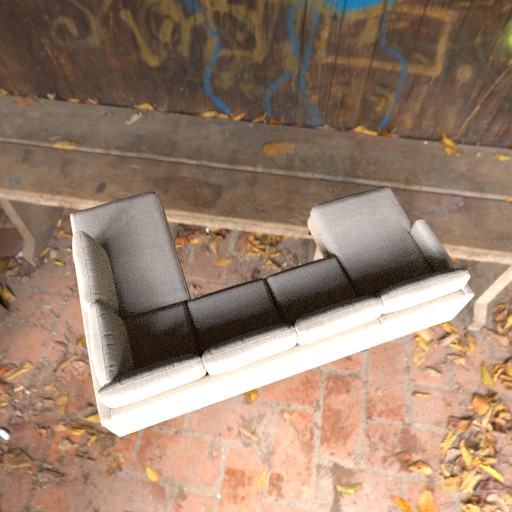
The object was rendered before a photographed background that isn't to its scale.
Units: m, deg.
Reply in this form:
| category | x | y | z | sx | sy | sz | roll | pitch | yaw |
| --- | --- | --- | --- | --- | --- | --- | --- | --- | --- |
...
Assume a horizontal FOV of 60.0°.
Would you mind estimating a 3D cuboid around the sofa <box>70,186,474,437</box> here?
| category | x | y | z | sx | sy | sz | roll | pitch | yaw |
| --- | --- | --- | --- | --- | --- | --- | --- | --- | --- |
| sofa | 0.000 | 0.000 | 3.560 | 2.737 | 0.756 | 1.879 | -17 | 60 | -10 |
